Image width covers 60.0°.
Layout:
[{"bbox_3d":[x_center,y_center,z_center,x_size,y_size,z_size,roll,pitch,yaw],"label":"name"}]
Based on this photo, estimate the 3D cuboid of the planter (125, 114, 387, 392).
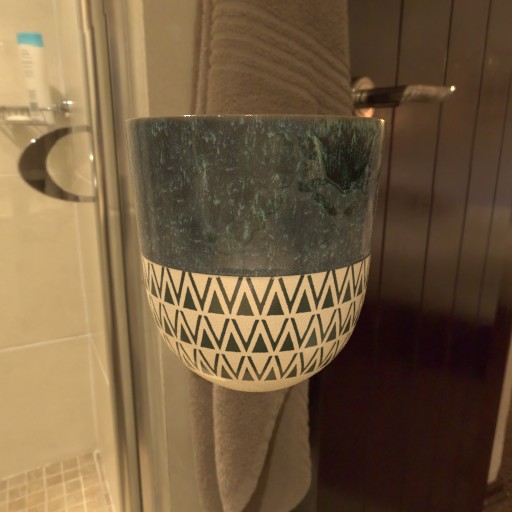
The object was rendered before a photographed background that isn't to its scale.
[{"bbox_3d":[0.000,0.000,0.369,0.195,0.214,0.195,0,14,0],"label":"planter"}]
